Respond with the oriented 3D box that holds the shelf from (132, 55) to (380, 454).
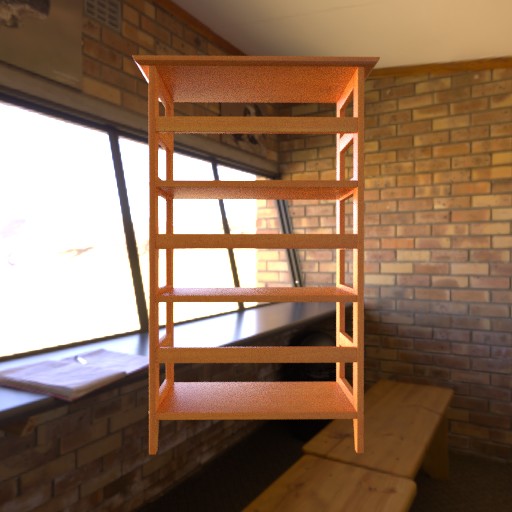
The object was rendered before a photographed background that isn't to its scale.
[{"bbox_3d":[0.000,0.000,1.336,0.660,1.067,0.305,0,0,-1],"label":"shelf"}]
